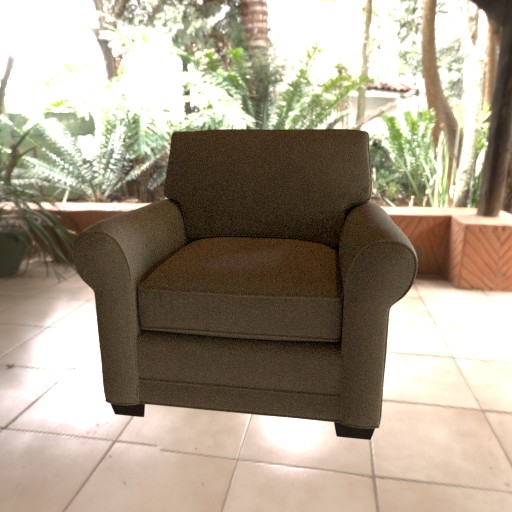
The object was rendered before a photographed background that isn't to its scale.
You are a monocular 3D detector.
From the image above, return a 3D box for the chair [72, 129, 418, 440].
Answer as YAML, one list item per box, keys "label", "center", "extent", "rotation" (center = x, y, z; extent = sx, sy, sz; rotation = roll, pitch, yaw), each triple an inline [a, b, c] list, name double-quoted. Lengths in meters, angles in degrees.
- label: "chair"
  center: [0.000, 0.000, 1.861]
  extent: [1.147, 1.044, 0.939]
  rotation: [2, 15, 9]
